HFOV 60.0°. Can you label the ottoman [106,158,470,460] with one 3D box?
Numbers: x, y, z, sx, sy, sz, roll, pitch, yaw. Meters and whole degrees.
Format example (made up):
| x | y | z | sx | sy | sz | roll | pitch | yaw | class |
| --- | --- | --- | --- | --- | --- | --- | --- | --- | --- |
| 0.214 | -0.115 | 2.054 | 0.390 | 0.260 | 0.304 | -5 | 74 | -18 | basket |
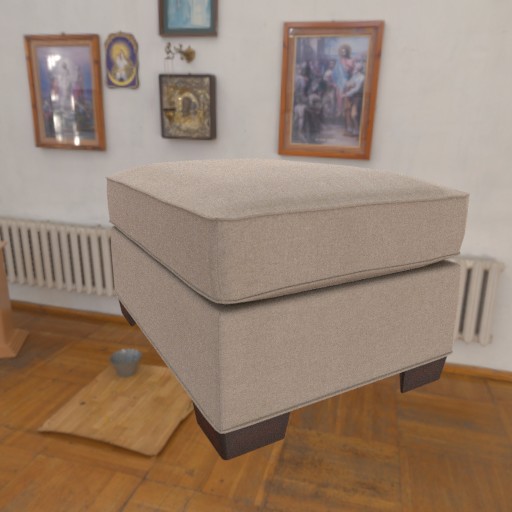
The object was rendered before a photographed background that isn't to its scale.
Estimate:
| x | y | z | sx | sy | sz | roll | pitch | yaw | class |
| --- | --- | --- | --- | --- | --- | --- | --- | --- | --- |
| 0.000 | 0.000 | 1.210 | 0.617 | 0.503 | 0.846 | -8 | 17 | -28 | ottoman |
